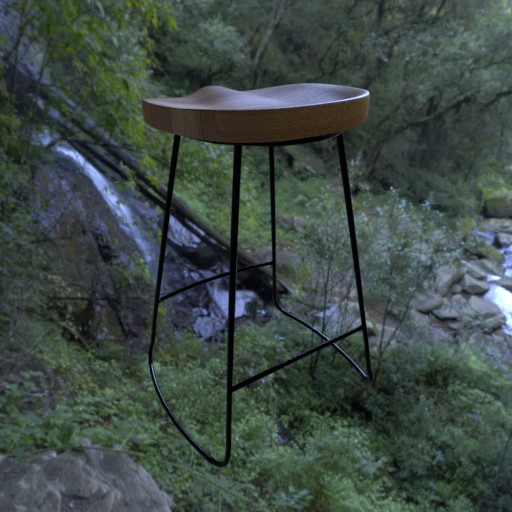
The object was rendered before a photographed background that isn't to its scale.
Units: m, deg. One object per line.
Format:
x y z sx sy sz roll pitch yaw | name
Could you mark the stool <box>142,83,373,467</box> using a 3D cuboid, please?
0.000 0.000 0.956 0.480 0.679 0.401 -18 33 -29 | stool
